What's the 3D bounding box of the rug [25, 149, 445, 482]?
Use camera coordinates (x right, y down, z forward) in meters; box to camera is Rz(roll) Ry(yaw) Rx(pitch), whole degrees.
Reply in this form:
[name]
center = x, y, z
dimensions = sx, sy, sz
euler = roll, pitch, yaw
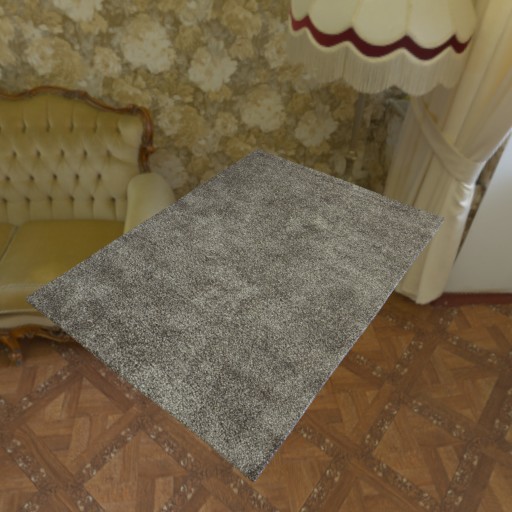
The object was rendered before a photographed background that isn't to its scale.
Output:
[rug]
center = 0.000, 0.000, 2.049
dimensions = 1.198, 0.025, 1.601
euler = 27, 48, 27
